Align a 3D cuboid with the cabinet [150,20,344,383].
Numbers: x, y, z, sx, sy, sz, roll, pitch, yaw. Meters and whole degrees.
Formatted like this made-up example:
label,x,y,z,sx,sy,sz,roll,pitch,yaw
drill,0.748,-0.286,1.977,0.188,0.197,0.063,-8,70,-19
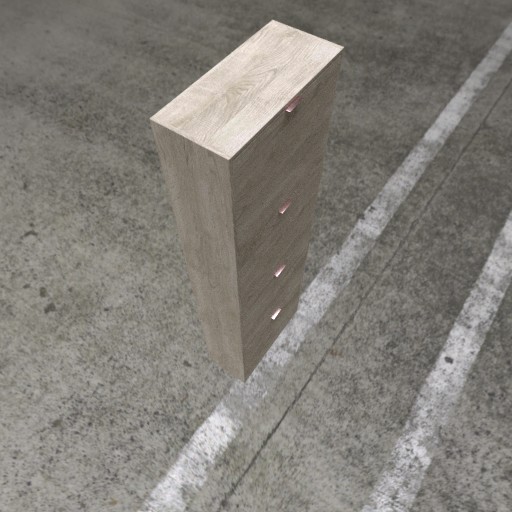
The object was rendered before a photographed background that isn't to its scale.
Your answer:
label,x,y,z,sx,sy,sz,roll,pitch,yaw
cabinet,0.000,0.000,1.808,0.250,1.630,0.520,31,62,18
